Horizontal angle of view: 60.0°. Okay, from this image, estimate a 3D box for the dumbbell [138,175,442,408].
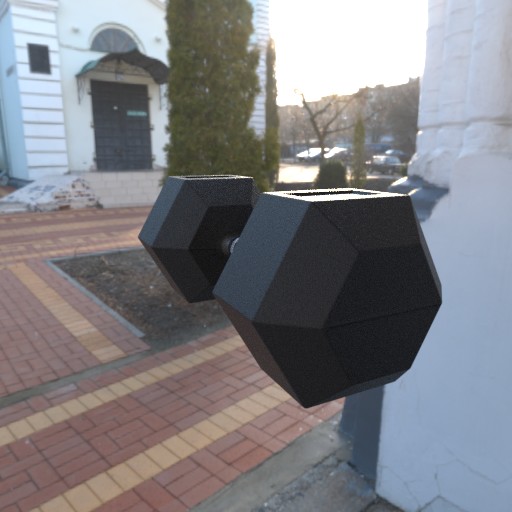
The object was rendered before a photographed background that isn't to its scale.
[{"bbox_3d":[0.000,0.000,0.462,0.173,0.150,0.384,-7,15,-26],"label":"dumbbell"}]
